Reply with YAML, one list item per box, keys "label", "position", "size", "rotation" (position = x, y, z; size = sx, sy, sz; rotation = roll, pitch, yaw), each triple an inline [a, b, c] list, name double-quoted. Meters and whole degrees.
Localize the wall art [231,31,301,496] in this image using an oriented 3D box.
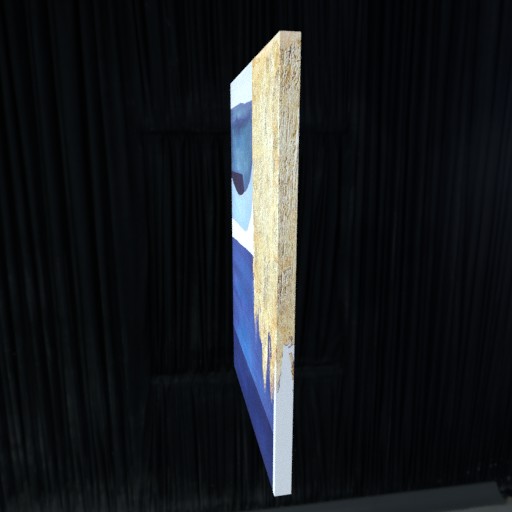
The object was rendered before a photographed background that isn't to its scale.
- label: "wall art"
  position: [0.000, 0.000, 1.134]
  size: [0.039, 0.911, 0.607]
  rotation: [-3, 14, -11]
